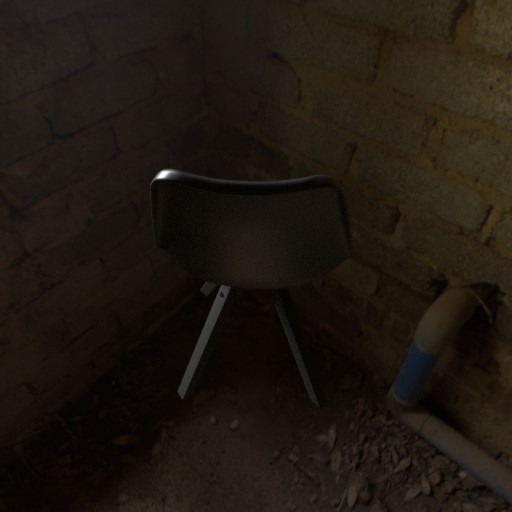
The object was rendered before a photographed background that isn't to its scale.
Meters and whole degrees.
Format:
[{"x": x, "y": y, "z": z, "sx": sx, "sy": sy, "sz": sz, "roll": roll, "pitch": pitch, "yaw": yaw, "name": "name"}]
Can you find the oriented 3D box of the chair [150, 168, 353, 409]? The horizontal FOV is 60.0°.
[{"x": 0.000, "y": 0.000, "z": 1.182, "sx": 0.485, "sy": 0.850, "sz": 0.530, "roll": 3, "pitch": 45, "yaw": 3, "name": "chair"}]
